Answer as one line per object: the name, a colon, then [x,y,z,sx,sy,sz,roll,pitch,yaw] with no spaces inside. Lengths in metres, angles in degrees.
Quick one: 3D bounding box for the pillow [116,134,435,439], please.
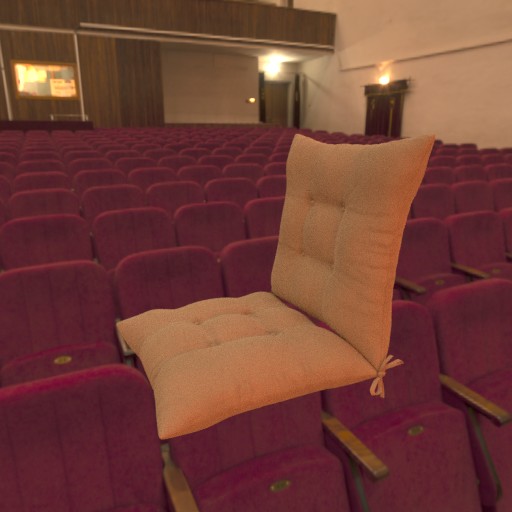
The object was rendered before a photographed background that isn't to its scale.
pillow: [0.000,0.000,1.006,0.585,0.536,0.541,-7,17,-24]
